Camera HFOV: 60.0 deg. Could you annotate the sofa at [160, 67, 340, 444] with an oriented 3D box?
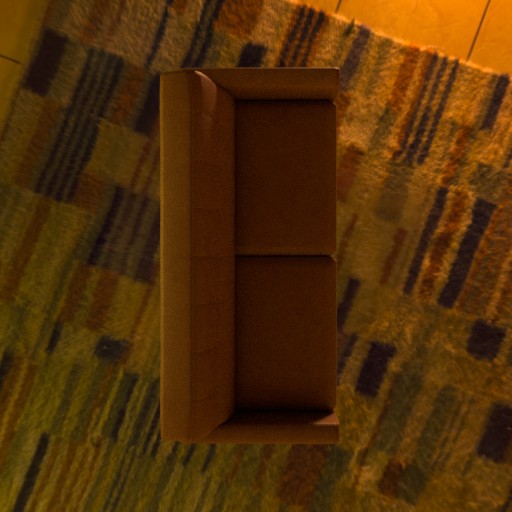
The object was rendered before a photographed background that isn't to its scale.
[{"bbox_3d":[0.000,0.000,2.660,0.980,0.892,2.137,0,90,0],"label":"sofa"}]
